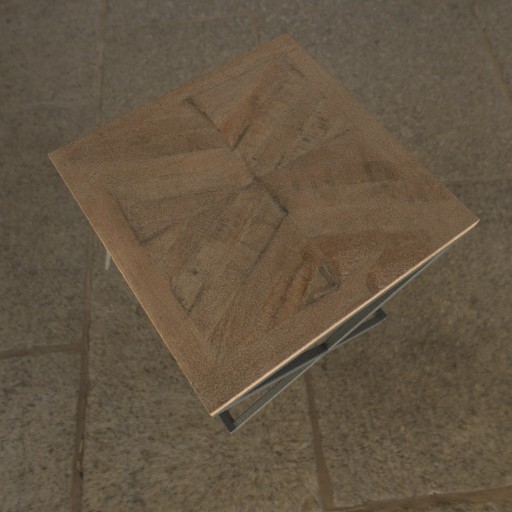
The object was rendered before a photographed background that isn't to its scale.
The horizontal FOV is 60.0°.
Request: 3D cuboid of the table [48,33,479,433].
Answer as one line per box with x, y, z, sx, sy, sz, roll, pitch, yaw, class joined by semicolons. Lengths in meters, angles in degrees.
0.000;0.000;0.956;0.498;0.550;0.499;-33;70;-14;table
